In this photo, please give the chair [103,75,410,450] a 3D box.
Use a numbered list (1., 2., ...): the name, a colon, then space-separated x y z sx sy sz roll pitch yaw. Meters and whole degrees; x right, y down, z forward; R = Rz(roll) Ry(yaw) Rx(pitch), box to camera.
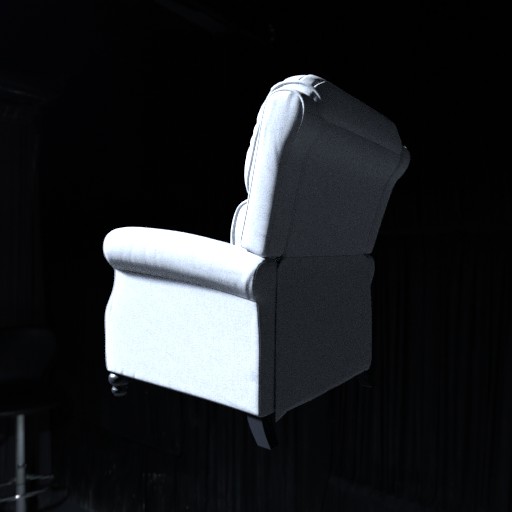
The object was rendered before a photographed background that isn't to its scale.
1. chair: 0.000 0.000 1.695 0.919 1.046 0.859 1 2 38
